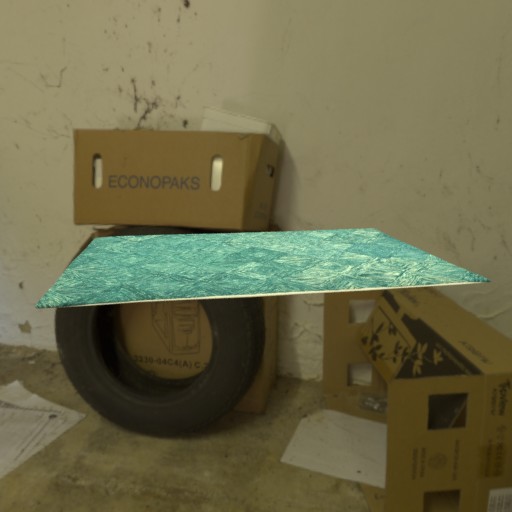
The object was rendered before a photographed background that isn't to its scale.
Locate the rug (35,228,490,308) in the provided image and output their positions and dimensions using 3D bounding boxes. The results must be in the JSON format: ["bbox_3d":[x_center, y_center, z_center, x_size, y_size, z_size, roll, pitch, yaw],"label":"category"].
[{"bbox_3d":[0.000,0.000,2.177,1.728,0.017,1.136,-2,15,-9],"label":"rug"}]
